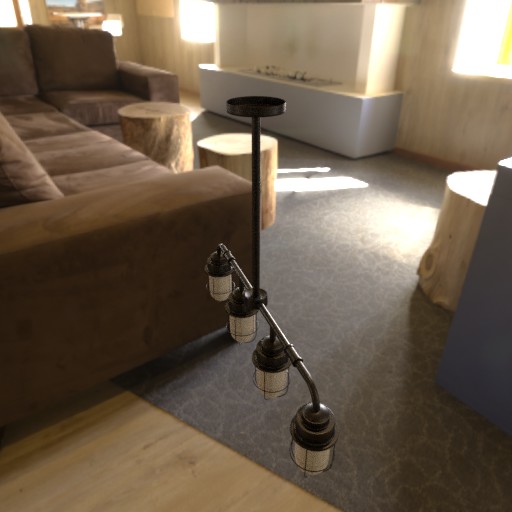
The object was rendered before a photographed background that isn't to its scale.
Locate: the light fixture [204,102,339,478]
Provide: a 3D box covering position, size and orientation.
[{"bbox_3d":[0.000,0.000,1.173,0.131,0.785,0.852,-11,31,-18],"label":"light fixture"}]
